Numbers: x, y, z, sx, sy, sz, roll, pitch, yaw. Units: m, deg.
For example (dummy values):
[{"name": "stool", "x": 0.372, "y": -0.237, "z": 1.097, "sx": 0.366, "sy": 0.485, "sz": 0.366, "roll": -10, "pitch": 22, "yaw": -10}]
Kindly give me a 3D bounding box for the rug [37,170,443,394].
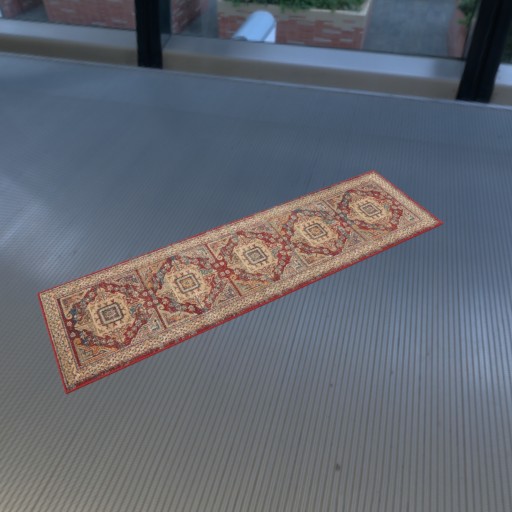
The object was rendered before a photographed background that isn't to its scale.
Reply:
[{"name": "rug", "x": 0.000, "y": 0.000, "z": 2.543, "sx": 2.292, "sy": 0.015, "sz": 0.659, "roll": -22, "pitch": 50, "yaw": -20}]
